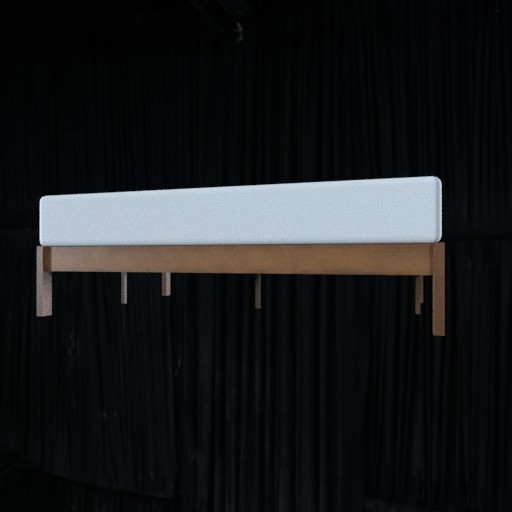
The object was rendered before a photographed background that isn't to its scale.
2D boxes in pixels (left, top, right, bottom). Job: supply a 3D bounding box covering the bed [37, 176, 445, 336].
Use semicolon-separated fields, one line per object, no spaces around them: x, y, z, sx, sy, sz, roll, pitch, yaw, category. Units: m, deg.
0.000;0.000;2.623;1.927;0.616;1.348;0;0;17;bed
